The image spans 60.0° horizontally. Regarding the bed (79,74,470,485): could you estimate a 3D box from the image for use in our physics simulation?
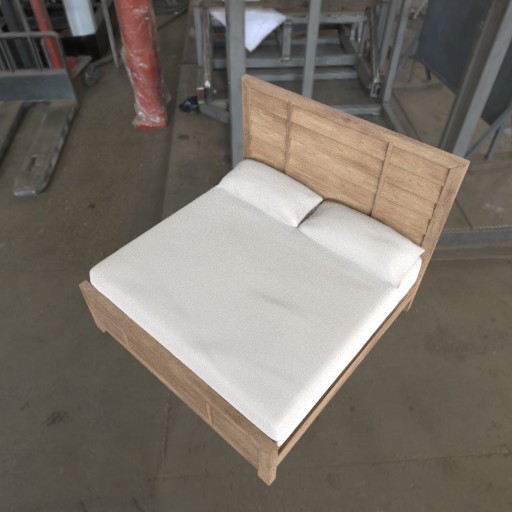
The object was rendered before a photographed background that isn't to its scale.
[{"bbox_3d":[0.000,0.000,3.491,2.032,1.626,2.062,32,54,27],"label":"bed"}]
